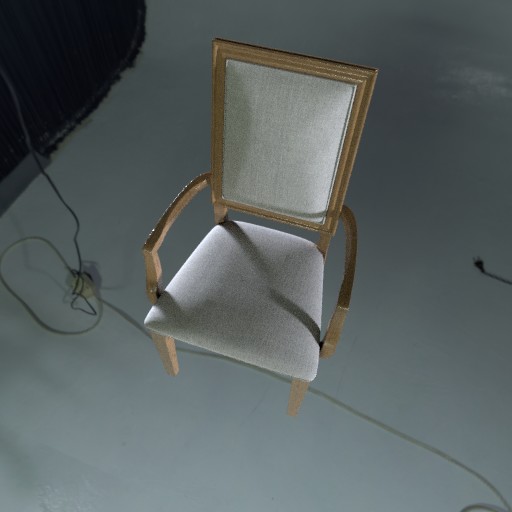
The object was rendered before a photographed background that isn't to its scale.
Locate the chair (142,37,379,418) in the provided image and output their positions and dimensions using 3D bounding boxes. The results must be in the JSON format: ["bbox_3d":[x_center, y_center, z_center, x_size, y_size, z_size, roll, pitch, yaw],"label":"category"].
[{"bbox_3d":[0.000,0.000,1.353,0.606,0.990,0.602,16,59,10],"label":"chair"}]
